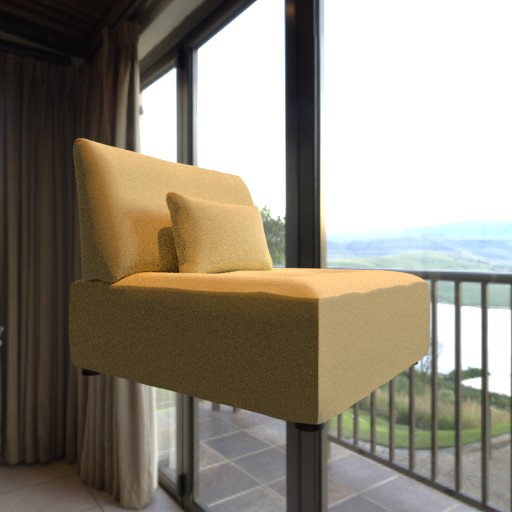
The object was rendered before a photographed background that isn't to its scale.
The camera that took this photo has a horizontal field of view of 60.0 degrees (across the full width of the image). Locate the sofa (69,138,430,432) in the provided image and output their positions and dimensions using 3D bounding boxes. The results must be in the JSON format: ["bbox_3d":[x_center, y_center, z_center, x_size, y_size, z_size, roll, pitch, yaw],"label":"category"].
[{"bbox_3d":[0.000,0.000,1.634,1.000,0.820,0.930,0,0,36],"label":"sofa"}]
